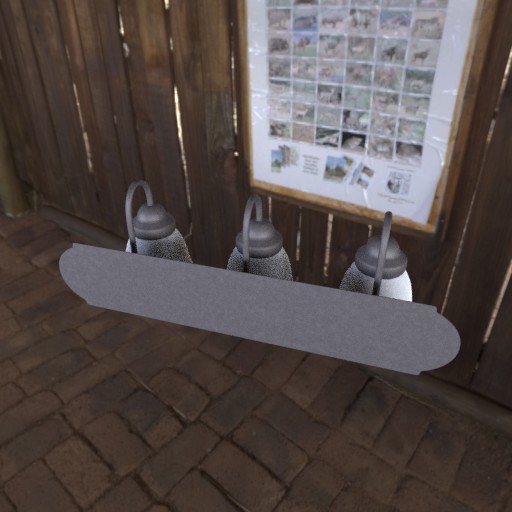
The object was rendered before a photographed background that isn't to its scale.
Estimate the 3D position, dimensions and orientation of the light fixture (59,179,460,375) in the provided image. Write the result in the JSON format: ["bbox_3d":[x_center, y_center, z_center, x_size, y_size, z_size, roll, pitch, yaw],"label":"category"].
[{"bbox_3d":[0.000,0.000,0.714,0.610,0.222,0.199,9,32,15],"label":"light fixture"}]
